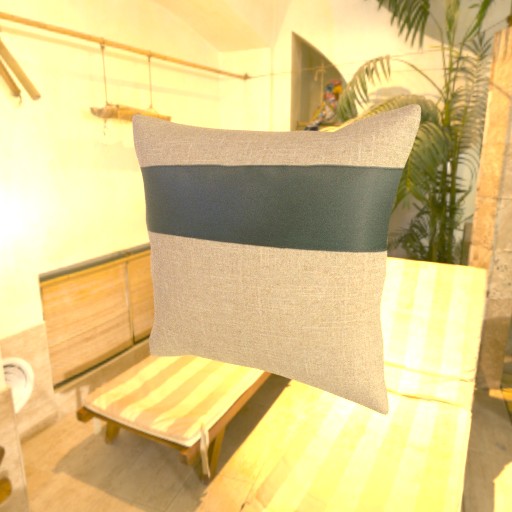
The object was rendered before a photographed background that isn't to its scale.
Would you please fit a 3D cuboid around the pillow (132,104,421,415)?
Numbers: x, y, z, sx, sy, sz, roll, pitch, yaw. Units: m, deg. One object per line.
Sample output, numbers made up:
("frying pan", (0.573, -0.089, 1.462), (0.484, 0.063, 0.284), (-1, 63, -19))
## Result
("pillow", (0.000, 0.000, 0.634), (0.414, 0.399, 0.173), (7, 16, 25))
